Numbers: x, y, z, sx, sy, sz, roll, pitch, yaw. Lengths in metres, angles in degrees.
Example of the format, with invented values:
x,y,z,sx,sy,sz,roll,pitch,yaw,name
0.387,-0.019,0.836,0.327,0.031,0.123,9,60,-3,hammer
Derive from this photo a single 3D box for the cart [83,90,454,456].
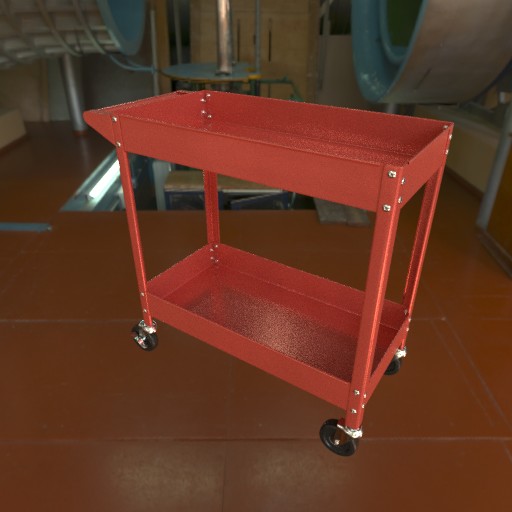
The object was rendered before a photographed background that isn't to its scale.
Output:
x,y,z,sx,sy,sz,roll,pitch,yaw,name
0.000,0.000,1.155,0.779,0.719,0.366,19,35,29,cart
